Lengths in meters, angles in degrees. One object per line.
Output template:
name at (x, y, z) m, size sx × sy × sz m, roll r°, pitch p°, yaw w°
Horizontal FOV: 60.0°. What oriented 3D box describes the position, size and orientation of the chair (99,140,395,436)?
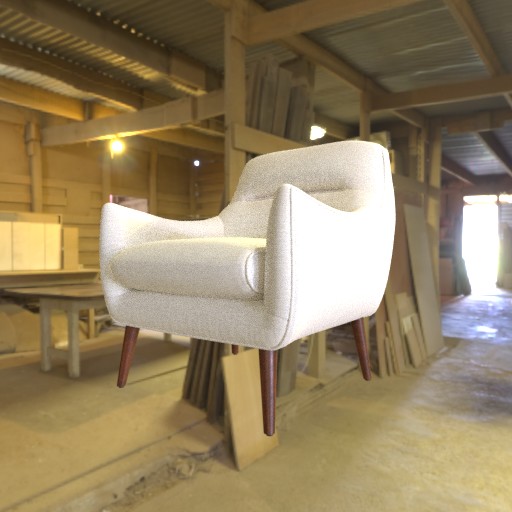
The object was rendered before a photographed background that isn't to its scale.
chair at (0.000, 0.000, 1.486) m, size 0.762 × 0.838 × 0.787 m, roll 1°, pitch 1°, yaw 38°
